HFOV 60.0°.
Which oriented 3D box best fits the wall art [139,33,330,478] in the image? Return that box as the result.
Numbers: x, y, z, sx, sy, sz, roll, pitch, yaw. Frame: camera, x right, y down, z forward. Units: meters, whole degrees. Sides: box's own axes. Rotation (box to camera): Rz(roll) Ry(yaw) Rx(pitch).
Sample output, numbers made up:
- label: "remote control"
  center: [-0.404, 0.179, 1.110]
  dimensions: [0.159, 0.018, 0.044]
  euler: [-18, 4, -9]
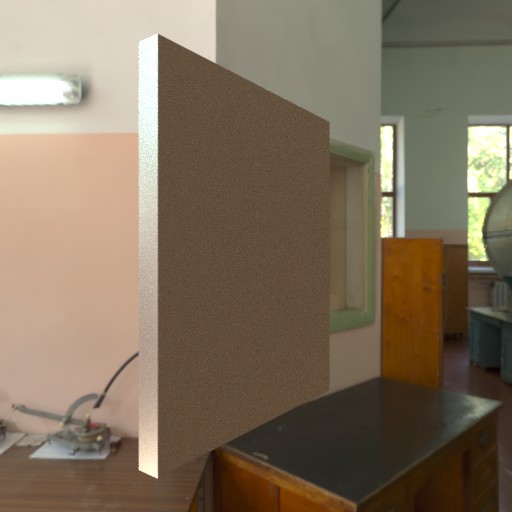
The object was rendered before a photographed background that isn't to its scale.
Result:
- label: "wall art"
  center: [0.000, 0.000, 0.739]
  dimensions: [0.038, 0.549, 0.452]
  euler: [0, 0, 37]
